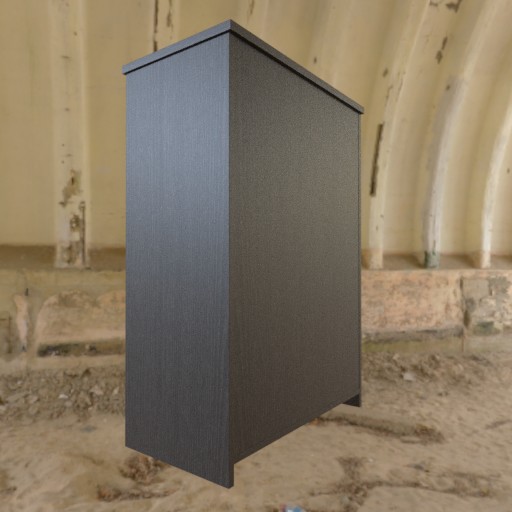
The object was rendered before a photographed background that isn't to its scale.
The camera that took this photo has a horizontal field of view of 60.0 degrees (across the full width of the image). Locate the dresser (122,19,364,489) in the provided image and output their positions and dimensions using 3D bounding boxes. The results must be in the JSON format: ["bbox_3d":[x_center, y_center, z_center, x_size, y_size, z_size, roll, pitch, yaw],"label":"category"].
[{"bbox_3d":[0.000,0.000,1.356,0.399,1.020,0.704,0,-1,37],"label":"dresser"}]
